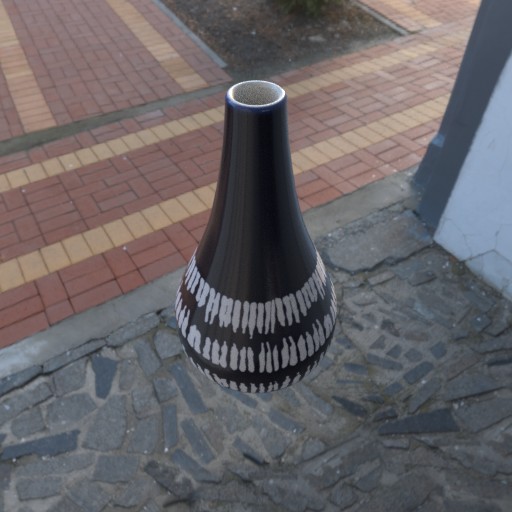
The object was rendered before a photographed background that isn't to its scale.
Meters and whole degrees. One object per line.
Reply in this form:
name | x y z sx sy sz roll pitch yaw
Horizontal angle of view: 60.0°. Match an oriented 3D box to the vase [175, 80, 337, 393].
vase | 0.000 0.000 0.384 0.159 0.295 0.159 0 46 0
